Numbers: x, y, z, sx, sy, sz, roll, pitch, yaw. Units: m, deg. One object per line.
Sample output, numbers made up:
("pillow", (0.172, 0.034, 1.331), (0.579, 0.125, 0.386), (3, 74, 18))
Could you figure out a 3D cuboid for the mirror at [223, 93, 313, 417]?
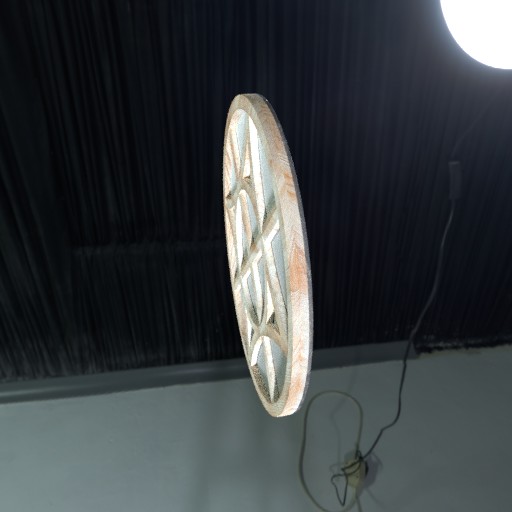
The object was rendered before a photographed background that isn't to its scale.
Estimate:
("mirror", (0.000, 0.000, 1.035), (0.038, 0.710, 0.710), (-7, 31, -11))
